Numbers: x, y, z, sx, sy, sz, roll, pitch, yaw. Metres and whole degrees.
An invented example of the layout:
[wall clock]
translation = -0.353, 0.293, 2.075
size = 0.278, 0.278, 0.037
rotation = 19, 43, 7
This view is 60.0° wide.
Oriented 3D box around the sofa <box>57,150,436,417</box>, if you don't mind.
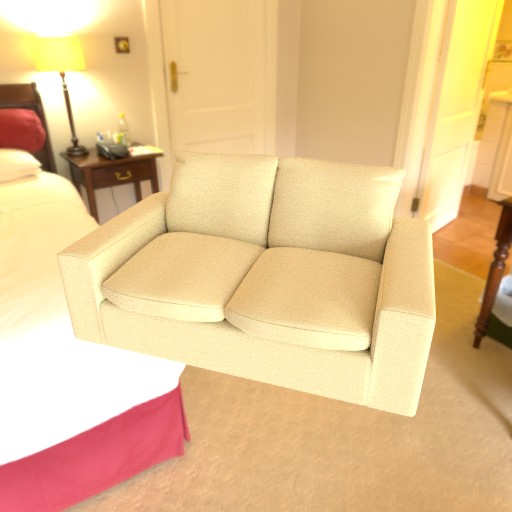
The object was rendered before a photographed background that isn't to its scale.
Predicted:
[sofa]
translation = 0.000, 0.000, 2.363
size = 1.754, 0.875, 1.091
rotation = 8, 28, 17
